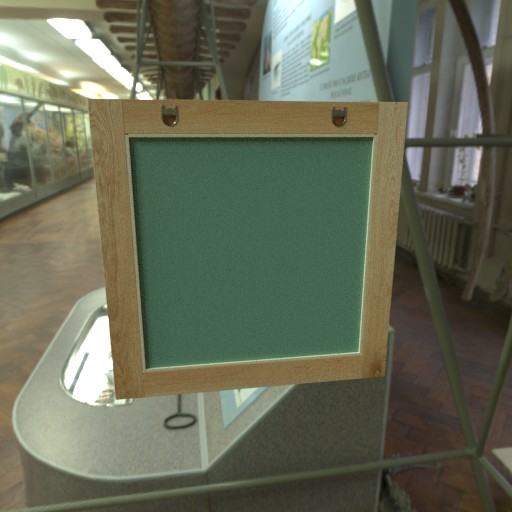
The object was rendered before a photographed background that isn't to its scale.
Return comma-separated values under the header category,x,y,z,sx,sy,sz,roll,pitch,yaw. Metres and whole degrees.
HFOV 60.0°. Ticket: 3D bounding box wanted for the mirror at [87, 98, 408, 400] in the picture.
category,x,y,z,sx,sy,sz,roll,pitch,yaw
mirror,0.000,0.000,1.208,0.800,0.800,0.020,-2,15,-9
